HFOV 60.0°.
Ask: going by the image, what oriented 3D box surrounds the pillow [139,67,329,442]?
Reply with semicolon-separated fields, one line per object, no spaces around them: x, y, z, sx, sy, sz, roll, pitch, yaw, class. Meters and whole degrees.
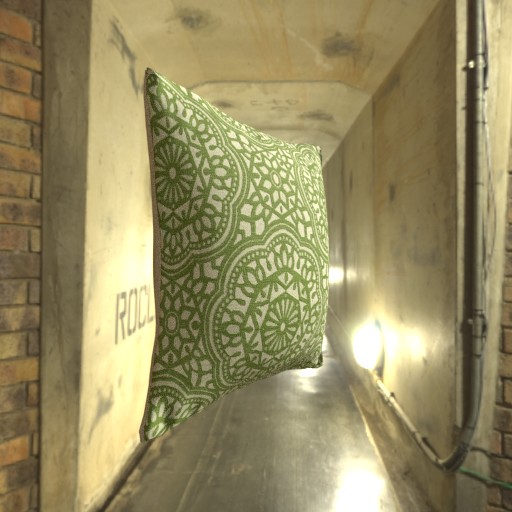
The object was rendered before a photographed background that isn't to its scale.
0.000;0.000;0.670;0.162;0.419;0.440;0;-1;35;pillow
